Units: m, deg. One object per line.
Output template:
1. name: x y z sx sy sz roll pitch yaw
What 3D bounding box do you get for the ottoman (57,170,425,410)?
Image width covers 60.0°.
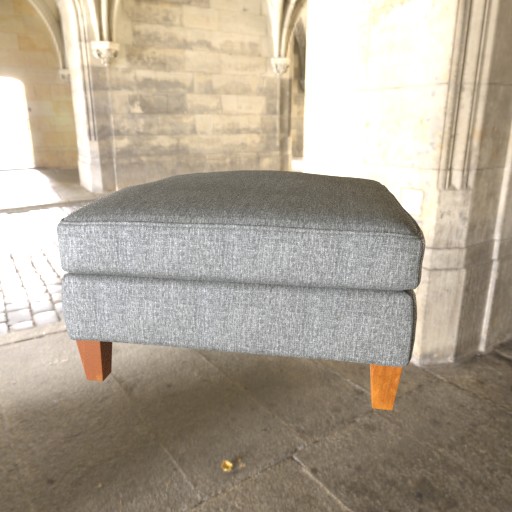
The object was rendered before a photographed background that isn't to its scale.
1. ottoman: 0.000 0.000 1.379 0.838 0.481 0.838 3 17 9
